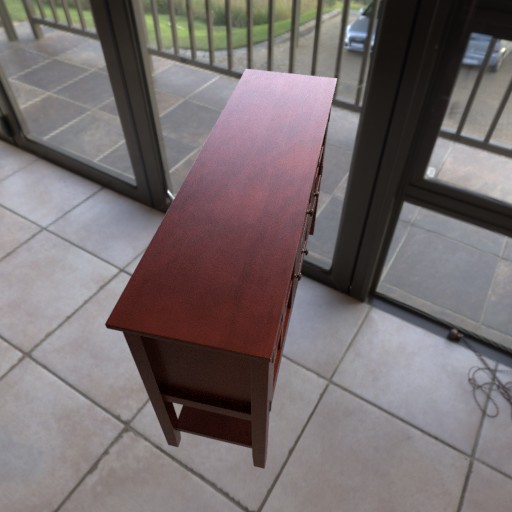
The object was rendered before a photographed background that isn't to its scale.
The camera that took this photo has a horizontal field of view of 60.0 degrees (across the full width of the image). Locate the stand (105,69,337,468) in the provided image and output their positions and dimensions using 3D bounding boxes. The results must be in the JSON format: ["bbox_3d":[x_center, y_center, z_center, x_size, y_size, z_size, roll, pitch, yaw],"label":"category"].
[{"bbox_3d":[0.000,0.000,1.776,0.410,0.872,1.362,10,48,9],"label":"stand"}]
